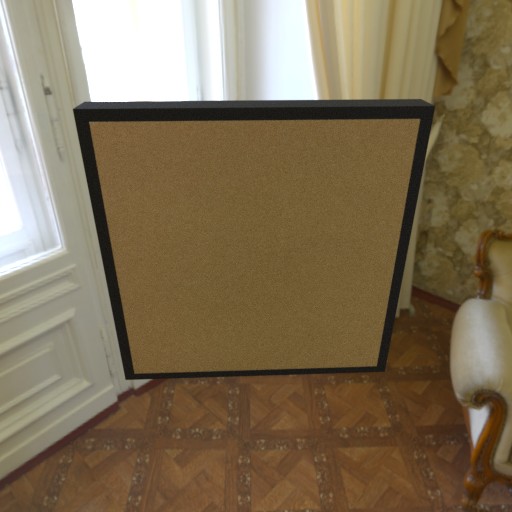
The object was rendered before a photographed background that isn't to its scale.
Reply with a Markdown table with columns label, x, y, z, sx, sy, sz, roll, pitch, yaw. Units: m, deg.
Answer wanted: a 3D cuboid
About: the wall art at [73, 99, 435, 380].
| label | x | y | z | sx | sy | sz | roll | pitch | yaw |
| --- | --- | --- | --- | --- | --- | --- | --- | --- | --- |
| wall art | 0.000 | 0.000 | 0.461 | 0.305 | 0.304 | 0.033 | -1 | 29 | -2 |
